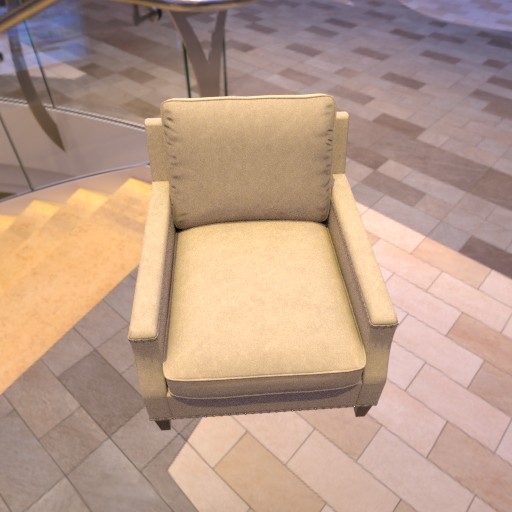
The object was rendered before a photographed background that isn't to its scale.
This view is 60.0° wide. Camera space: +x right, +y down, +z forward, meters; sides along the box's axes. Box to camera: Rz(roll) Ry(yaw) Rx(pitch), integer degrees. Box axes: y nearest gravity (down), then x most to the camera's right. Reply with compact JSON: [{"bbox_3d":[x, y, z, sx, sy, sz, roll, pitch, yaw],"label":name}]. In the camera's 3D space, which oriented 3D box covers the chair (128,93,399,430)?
[{"bbox_3d":[0.000,0.000,1.724,0.853,0.943,1.014,-3,45,-3],"label":"chair"}]
